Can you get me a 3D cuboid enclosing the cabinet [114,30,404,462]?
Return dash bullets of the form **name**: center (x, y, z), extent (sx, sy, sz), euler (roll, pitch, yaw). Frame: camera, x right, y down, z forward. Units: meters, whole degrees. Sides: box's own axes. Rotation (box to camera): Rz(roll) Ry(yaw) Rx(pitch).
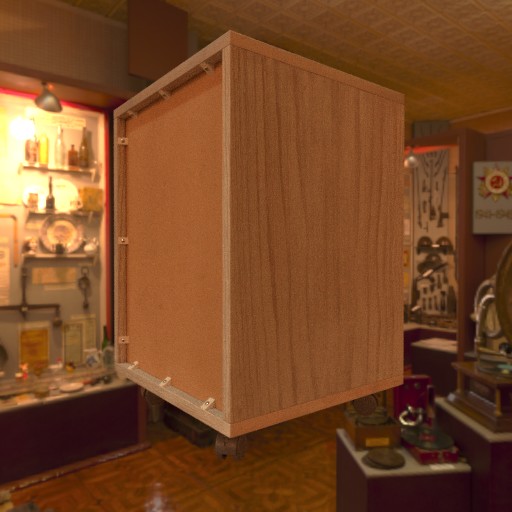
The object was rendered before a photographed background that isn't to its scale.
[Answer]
- **cabinet**: center (0.000, 0.000, 0.848), extent (0.401, 0.579, 0.409), euler (-1, 1, -38)
